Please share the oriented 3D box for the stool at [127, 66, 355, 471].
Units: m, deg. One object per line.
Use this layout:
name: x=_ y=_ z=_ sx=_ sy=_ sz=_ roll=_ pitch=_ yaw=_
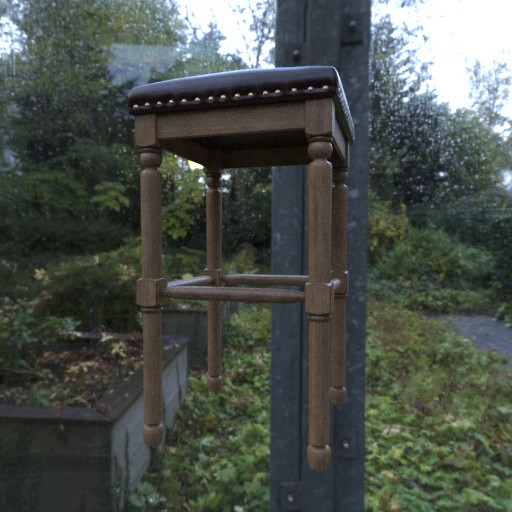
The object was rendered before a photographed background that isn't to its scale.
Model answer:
stool: x=0.000 y=0.000 z=0.938 sx=0.382 sy=0.702 sz=0.383 roll=1 pitch=2 yaw=16
